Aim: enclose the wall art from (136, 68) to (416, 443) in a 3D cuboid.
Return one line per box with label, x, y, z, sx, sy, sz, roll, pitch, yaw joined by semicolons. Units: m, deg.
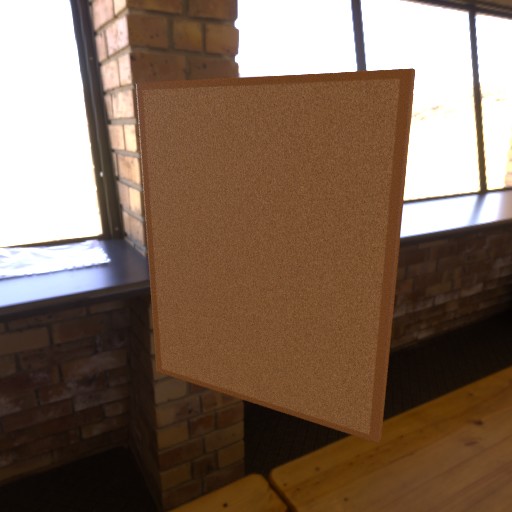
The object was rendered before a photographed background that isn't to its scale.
wall art;0.000;0.000;0.504;0.310;0.379;0.015;9;19;27
